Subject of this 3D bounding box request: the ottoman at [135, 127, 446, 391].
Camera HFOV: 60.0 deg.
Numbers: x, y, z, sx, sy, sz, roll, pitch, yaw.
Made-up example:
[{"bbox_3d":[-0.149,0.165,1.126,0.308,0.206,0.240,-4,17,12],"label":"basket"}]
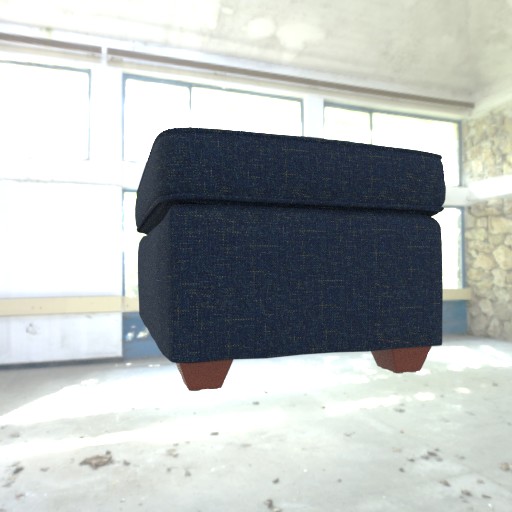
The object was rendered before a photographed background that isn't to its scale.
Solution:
[{"bbox_3d":[0.000,0.000,1.085,0.549,0.450,0.749,1,-2,-18],"label":"ottoman"}]
